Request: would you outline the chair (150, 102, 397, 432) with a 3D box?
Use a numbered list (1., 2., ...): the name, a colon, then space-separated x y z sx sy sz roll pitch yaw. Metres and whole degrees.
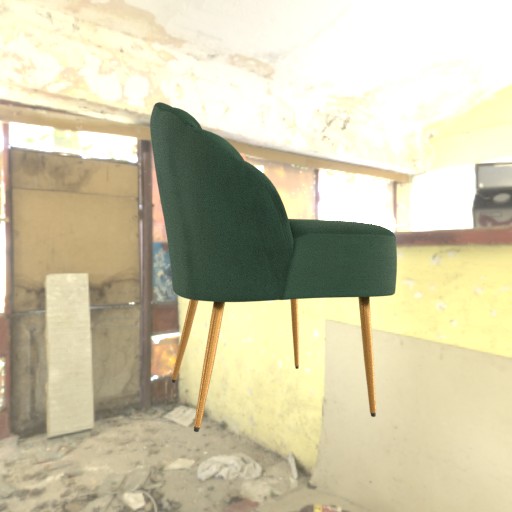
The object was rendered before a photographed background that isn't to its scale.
1. chair: 0.000 0.000 1.297 0.599 0.819 0.657 0 0 -18
